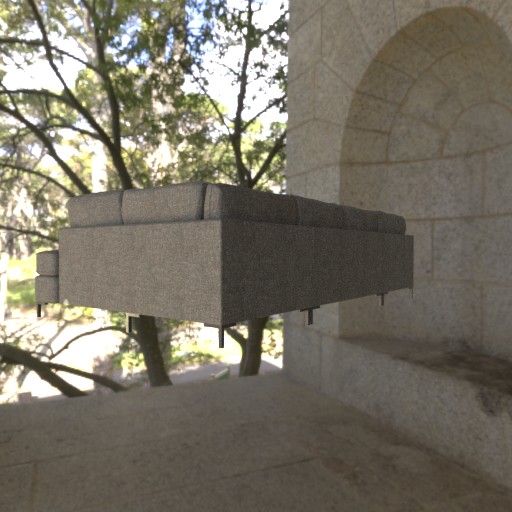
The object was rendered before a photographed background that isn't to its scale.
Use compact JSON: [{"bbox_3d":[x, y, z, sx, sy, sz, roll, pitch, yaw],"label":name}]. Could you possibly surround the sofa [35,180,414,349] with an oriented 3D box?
[{"bbox_3d":[0.000,0.000,4.412,2.048,0.999,3.423,1,1,37],"label":"sofa"}]
